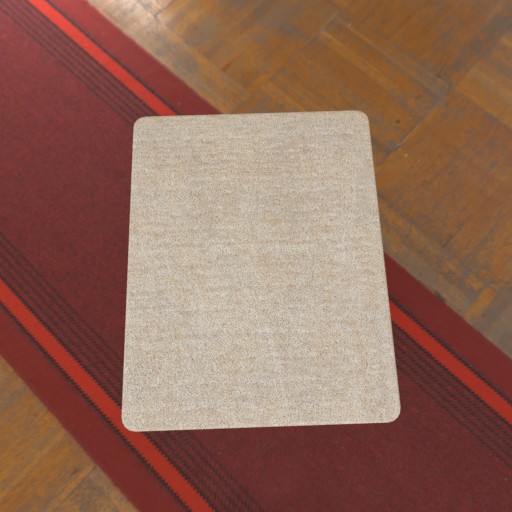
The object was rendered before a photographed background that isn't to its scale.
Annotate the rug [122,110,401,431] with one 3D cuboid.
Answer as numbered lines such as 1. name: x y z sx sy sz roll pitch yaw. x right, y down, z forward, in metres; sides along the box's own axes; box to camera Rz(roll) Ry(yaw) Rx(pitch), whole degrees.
1. rug: 0.000 0.000 3.491 2.009 0.048 2.528 -2 75 0
